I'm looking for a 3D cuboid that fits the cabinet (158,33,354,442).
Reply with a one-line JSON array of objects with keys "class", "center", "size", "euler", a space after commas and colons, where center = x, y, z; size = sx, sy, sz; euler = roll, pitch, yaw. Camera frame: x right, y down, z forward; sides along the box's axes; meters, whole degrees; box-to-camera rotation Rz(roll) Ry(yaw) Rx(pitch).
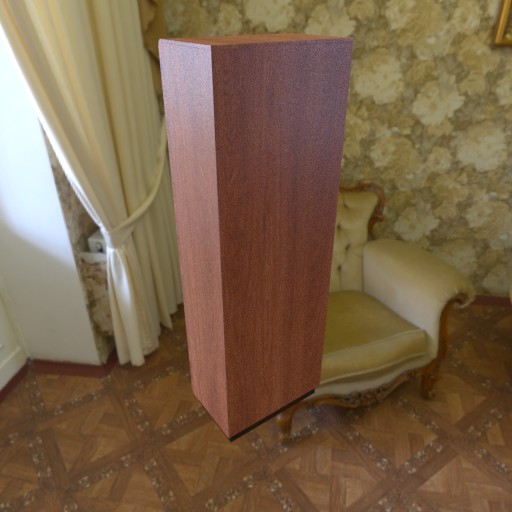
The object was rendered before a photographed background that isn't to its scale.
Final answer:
[{"class": "cabinet", "center": [0.000, 0.000, 2.239], "size": [0.660, 1.980, 0.420], "euler": [-19, 35, -30]}]
